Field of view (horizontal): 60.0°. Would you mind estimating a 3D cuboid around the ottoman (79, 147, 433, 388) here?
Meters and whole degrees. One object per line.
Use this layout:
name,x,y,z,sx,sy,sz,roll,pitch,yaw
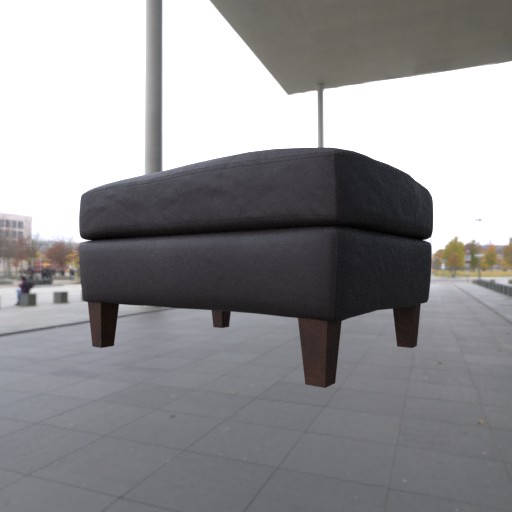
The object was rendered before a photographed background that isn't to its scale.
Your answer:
ottoman,0.000,0.000,1.307,0.887,0.529,0.659,-1,-2,36
